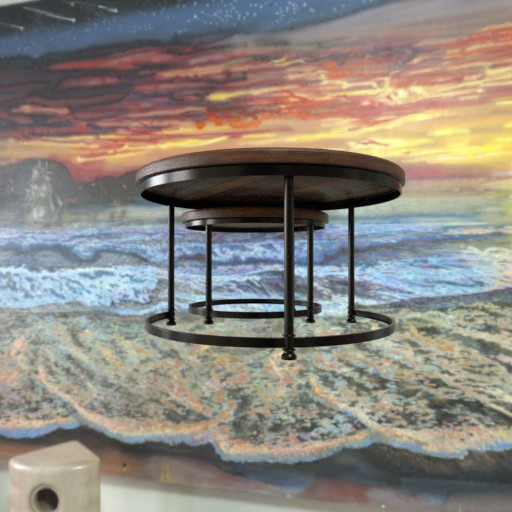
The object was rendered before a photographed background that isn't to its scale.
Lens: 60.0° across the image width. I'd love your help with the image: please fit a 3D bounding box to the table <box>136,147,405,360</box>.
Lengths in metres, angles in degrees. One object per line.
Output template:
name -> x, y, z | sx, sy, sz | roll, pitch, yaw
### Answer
table -> 0.000, 0.000, 1.628 | 0.870, 0.516, 1.152 | 0, 0, -19
